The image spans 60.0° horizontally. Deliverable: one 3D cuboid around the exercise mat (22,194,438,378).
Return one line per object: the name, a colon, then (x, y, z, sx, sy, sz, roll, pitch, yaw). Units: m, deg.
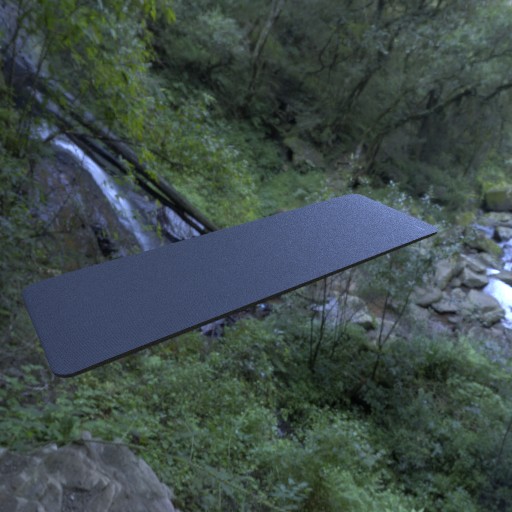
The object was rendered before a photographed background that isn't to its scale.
exercise mat: (0.000, 0.000, 2.020, 1.884, 0.021, 0.616, -18, 34, -29)
